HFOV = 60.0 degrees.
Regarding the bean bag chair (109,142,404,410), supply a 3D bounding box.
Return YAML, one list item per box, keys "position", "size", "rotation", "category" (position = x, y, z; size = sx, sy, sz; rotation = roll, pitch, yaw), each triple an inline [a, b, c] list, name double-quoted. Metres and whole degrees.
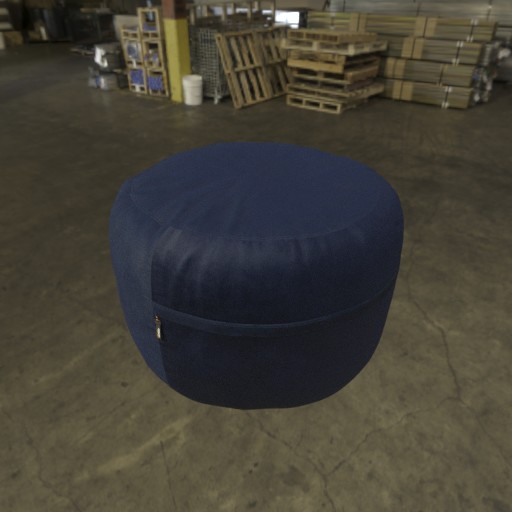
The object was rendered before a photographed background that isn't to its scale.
- position: [0.000, 0.000, 1.978]
  size: [1.219, 0.762, 1.219]
  rotation: [0, 32, 0]
  category: "bean bag chair"
